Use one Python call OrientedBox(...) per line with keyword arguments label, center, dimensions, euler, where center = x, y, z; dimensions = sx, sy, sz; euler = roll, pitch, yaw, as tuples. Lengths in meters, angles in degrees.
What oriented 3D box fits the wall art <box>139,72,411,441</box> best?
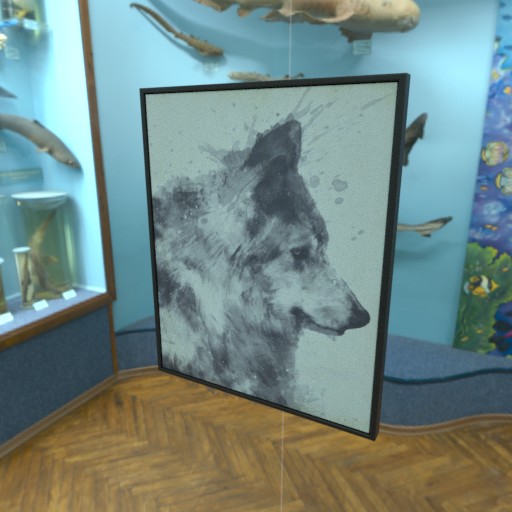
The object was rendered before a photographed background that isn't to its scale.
OrientedBox(label="wall art", center=(0.000, 0.000, 0.752), dimensions=(0.451, 0.551, 0.028), euler=(9, 18, 28))
